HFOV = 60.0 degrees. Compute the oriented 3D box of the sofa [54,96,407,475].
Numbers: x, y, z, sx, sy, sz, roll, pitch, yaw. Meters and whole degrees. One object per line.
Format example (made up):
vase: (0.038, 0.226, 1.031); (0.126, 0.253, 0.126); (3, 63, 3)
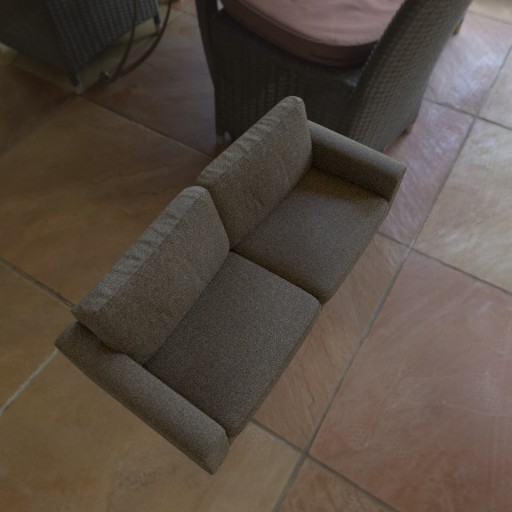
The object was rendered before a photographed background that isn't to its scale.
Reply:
sofa: (0.000, 0.000, 2.679); (1.016, 0.873, 2.179); (30, 63, 18)
